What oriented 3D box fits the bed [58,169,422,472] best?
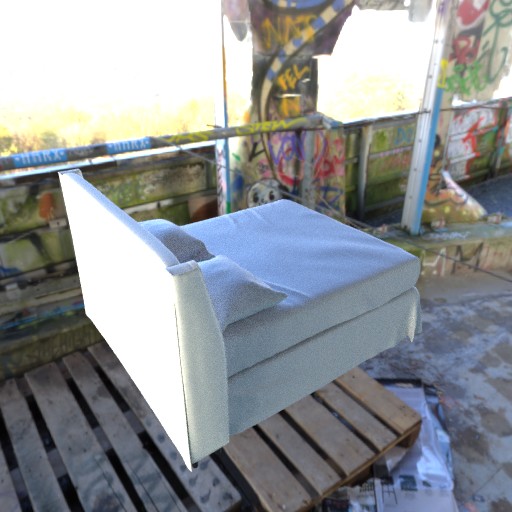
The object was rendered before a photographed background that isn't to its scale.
[{"bbox_3d":[0.000,0.000,3.467,2.276,1.332,1.925,-18,33,-31],"label":"bed"}]
